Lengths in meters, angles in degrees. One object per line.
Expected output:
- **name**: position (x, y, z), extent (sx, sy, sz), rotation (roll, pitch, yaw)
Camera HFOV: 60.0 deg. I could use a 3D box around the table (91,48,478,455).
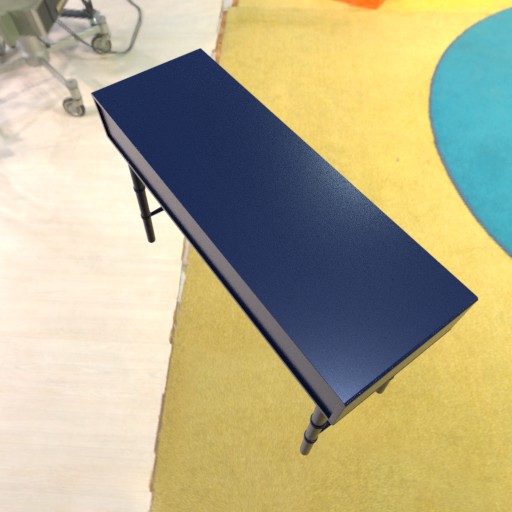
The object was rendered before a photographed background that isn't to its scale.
- **table**: position (0.000, 0.000, 1.441), extent (0.399, 0.749, 1.118), rotation (-31, 63, -18)
